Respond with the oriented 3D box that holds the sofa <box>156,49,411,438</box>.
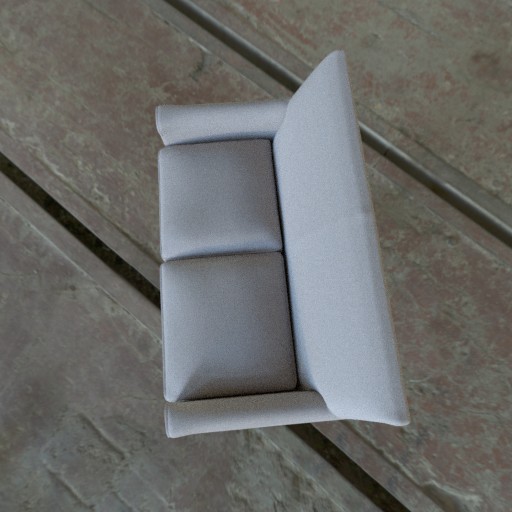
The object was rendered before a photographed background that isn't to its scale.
[{"bbox_3d":[0.000,0.000,2.053,0.888,0.890,1.482,-5,74,-1],"label":"sofa"}]
